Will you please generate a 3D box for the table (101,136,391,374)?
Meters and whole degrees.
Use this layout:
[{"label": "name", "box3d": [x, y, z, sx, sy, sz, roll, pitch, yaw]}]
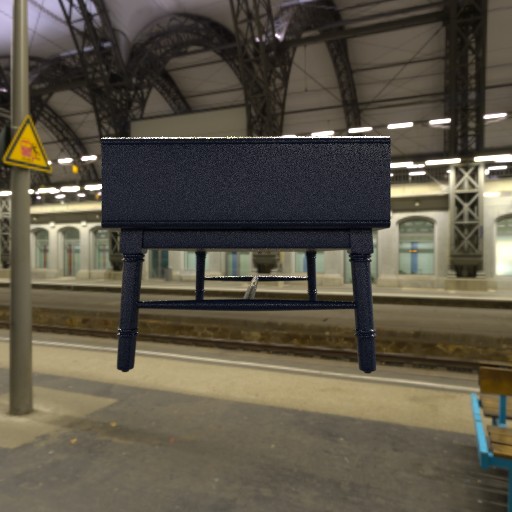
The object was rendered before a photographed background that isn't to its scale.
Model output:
[{"label": "table", "box3d": [0.000, 0.000, 1.374, 0.572, 0.457, 1.067, 0, 0, 1]}]
